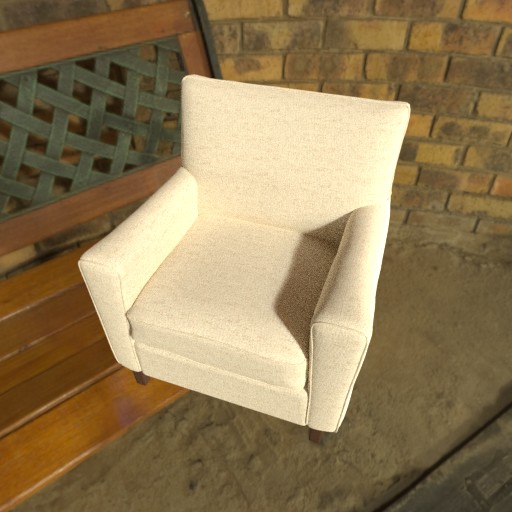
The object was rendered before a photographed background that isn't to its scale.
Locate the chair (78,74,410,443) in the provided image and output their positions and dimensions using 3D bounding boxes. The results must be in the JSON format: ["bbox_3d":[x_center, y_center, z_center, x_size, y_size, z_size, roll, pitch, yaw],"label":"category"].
[{"bbox_3d":[0.000,0.000,1.578,0.870,0.943,0.823,13,43,15],"label":"chair"}]
